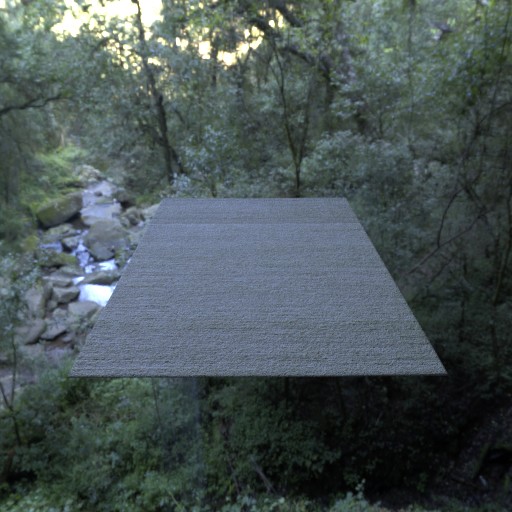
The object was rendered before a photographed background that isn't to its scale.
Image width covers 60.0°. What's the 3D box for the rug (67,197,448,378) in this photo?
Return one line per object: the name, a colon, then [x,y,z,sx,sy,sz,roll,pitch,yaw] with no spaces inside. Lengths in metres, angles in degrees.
rug: [0.000,0.000,4.984,2.782,0.025,3.935,0,27,0]
